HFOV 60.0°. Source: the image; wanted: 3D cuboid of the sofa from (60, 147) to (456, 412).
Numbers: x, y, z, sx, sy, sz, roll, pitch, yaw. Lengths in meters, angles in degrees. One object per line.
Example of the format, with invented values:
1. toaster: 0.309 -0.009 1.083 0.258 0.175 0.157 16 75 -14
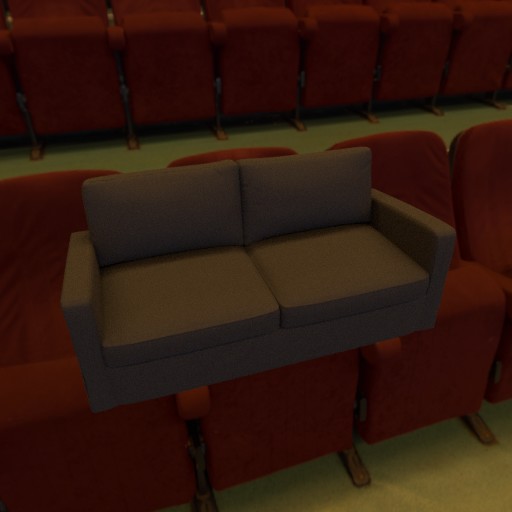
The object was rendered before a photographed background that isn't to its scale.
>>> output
1. sofa: 0.000 0.000 2.356 1.852 0.839 0.898 -10 34 -15
